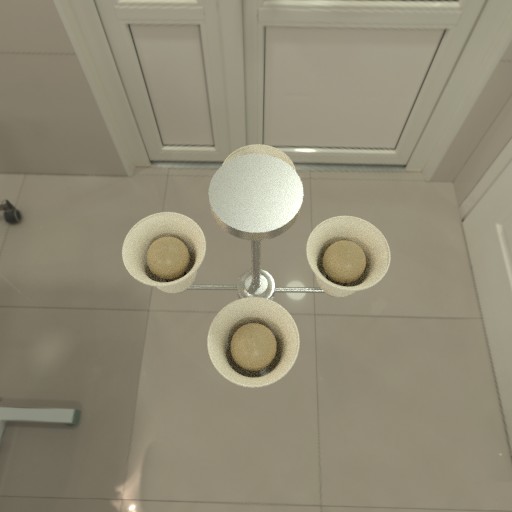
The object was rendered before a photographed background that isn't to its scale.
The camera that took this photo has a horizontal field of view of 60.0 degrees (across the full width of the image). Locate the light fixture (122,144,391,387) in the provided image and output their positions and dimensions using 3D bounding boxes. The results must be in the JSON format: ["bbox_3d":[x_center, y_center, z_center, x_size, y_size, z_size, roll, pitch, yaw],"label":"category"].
[{"bbox_3d":[0.000,0.000,0.727,0.427,0.370,0.427,1,64,1],"label":"light fixture"}]
